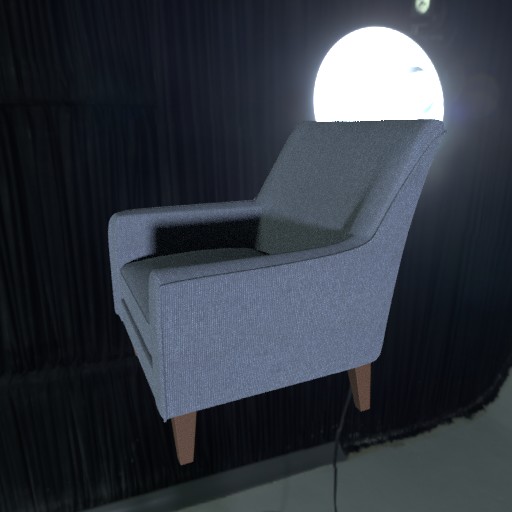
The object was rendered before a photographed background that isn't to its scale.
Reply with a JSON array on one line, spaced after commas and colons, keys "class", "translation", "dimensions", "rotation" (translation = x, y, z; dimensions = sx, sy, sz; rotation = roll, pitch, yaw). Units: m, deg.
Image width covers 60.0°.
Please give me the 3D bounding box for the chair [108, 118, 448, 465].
[{"class": "chair", "translation": [0.000, 0.000, 1.557], "dimensions": [0.899, 0.919, 0.780], "rotation": [-8, 18, -24]}]
